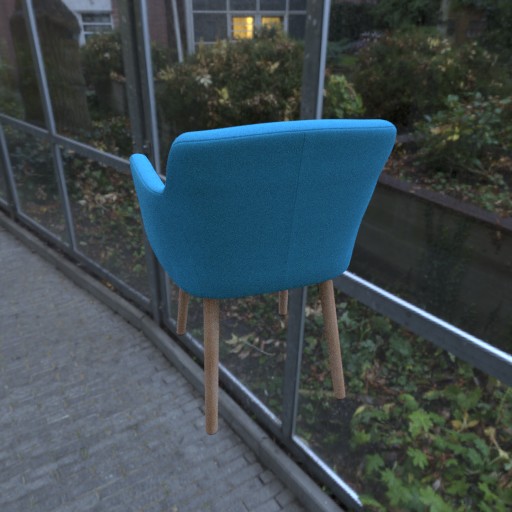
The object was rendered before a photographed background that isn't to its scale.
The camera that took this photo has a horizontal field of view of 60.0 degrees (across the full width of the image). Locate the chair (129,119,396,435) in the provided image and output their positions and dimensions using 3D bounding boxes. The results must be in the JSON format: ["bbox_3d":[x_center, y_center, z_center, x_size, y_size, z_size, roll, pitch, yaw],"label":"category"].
[{"bbox_3d":[0.000,0.000,1.189,0.570,0.780,0.540,-9,28,-17],"label":"chair"}]
